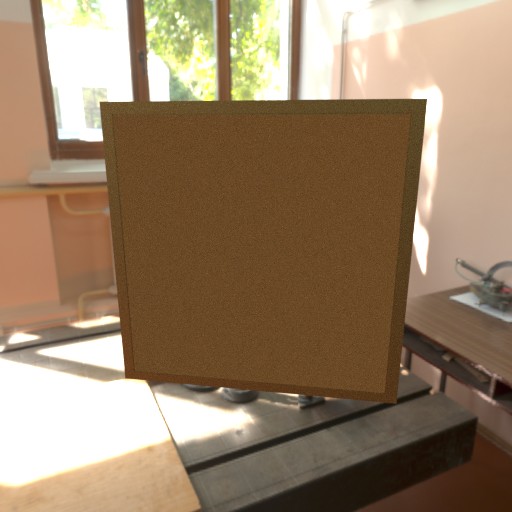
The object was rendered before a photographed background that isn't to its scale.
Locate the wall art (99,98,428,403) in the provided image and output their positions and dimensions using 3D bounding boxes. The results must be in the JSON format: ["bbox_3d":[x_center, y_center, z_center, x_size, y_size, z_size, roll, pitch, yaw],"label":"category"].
[{"bbox_3d":[0.000,0.000,1.941,1.284,1.284,0.095,3,16,9],"label":"wall art"}]
